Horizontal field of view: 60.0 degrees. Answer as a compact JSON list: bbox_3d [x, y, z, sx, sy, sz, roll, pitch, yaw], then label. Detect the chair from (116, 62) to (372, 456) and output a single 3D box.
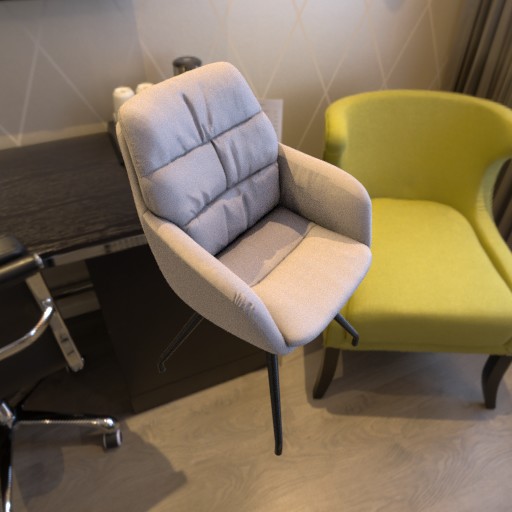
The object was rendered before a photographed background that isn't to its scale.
[{"bbox_3d":[0.000,0.000,1.238,0.569,0.888,0.579,26,47,27],"label":"chair"}]
